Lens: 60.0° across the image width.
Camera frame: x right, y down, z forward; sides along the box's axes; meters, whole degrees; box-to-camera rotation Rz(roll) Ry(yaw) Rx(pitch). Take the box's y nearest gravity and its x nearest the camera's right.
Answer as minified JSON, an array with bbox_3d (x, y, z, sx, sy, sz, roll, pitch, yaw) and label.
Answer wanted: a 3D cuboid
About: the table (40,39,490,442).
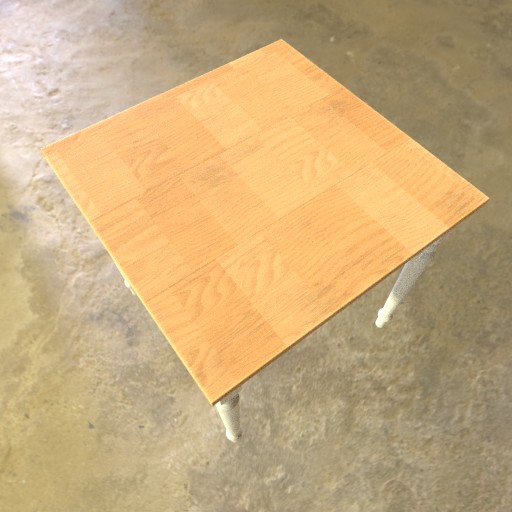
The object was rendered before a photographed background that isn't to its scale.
[{"bbox_3d":[0.000,0.000,1.343,0.747,0.738,0.747,-32,64,-18],"label":"table"}]
